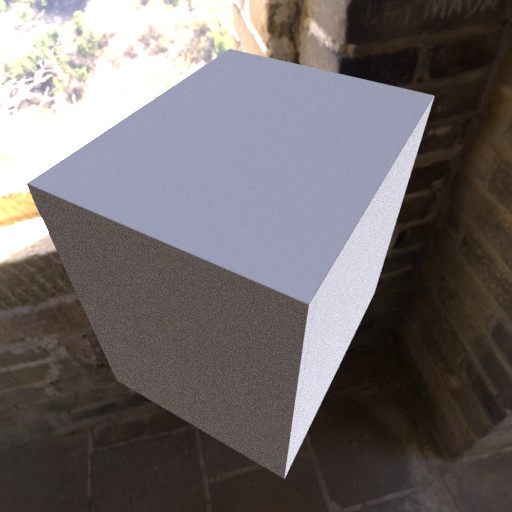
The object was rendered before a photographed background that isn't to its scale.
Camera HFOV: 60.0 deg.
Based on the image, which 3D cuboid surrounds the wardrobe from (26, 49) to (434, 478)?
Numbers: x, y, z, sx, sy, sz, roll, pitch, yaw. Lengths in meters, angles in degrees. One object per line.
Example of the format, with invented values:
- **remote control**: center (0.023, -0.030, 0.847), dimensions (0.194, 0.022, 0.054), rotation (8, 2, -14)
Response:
- **wardrobe**: center (0.000, 0.000, 0.841), dimensions (0.400, 0.520, 0.500), rotation (22, 50, 20)
